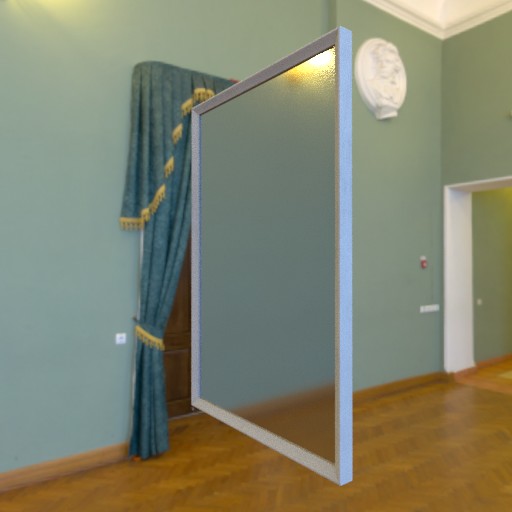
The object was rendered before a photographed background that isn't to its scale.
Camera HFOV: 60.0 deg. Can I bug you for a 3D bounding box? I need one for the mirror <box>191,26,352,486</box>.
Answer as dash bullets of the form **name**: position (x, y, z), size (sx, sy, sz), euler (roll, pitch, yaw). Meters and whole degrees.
- **mirror**: position (0.000, 0.000, 1.136), size (0.041, 0.915, 0.609), euler (0, 0, -37)
